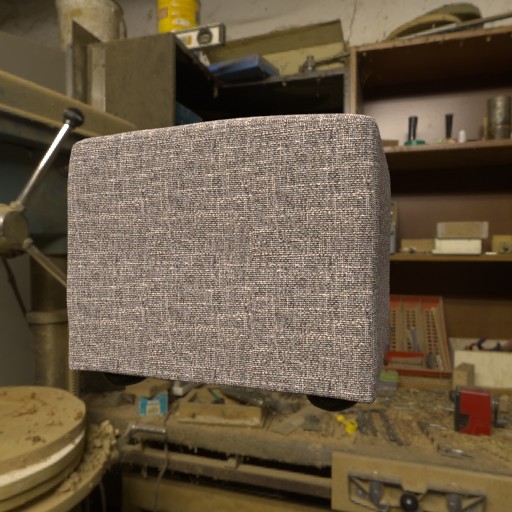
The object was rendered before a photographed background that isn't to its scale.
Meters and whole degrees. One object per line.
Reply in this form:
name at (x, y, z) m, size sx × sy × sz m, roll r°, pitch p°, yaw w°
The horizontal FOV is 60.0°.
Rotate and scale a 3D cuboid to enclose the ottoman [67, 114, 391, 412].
ottoman at (0.000, 0.000, 0.903) m, size 0.512 × 0.453 × 0.521 m, roll 1°, pitch 2°, yaw 19°
